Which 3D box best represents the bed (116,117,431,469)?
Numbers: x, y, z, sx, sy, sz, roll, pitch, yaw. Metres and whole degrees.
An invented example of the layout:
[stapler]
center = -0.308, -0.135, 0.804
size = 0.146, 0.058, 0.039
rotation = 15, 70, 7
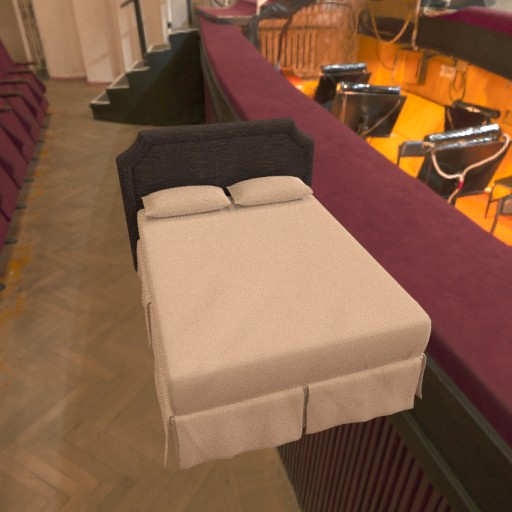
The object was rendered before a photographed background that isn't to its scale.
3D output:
[bed]
center = 0.000, 0.000, 3.112
size = 1.693, 1.290, 2.116
rotation = -9, 34, -14
